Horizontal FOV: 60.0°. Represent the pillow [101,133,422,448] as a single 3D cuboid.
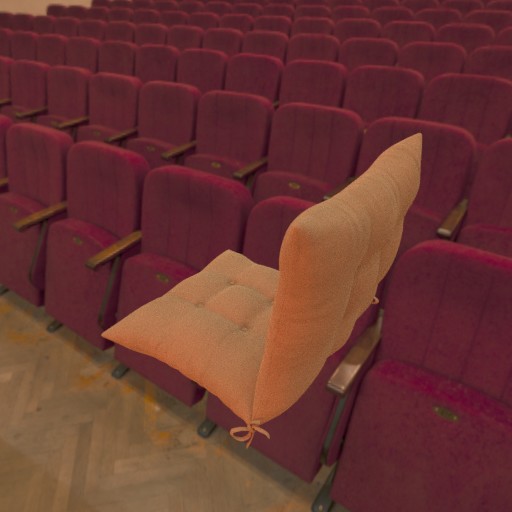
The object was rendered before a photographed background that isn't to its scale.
[{"bbox_3d":[0.000,0.000,1.011,0.585,0.536,0.541,21,38,29],"label":"pillow"}]
